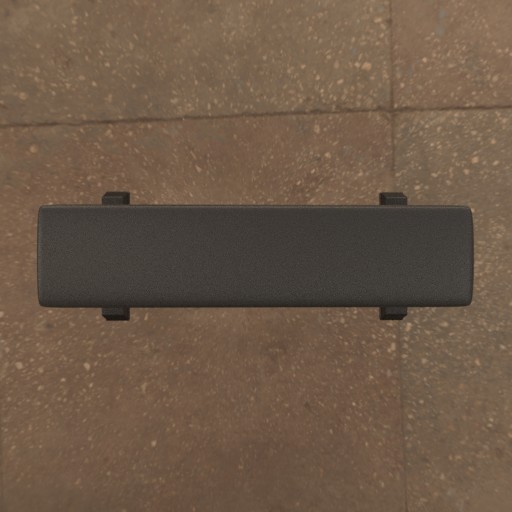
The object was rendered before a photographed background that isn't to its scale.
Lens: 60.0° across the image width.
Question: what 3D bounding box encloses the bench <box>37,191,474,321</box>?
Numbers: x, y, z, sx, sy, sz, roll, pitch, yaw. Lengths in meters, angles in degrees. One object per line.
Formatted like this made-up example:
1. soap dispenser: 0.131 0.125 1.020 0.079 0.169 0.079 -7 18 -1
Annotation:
1. bench: 0.000 0.000 1.290 1.072 0.453 0.439 0 90 -1
